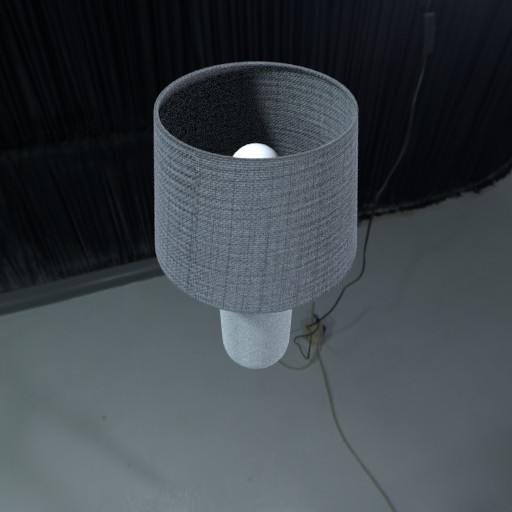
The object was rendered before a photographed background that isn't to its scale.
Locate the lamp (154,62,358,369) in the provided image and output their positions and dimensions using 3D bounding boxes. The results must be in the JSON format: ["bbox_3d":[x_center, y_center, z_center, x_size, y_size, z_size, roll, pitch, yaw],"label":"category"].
[{"bbox_3d":[0.000,0.000,0.588,0.251,0.429,0.251,0,46,0],"label":"lamp"}]
